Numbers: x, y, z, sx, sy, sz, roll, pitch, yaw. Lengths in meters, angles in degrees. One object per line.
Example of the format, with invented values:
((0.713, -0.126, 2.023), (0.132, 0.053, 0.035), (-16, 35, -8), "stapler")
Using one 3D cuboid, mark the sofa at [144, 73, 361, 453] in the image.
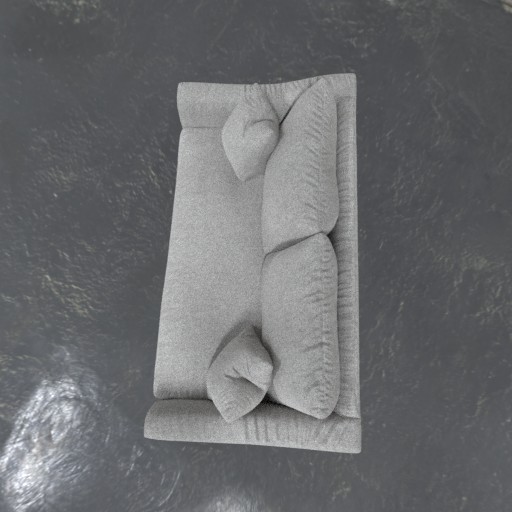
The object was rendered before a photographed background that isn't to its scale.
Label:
((0.000, 0.000, 2.595), (1.072, 1.018, 2.010), (2, 76, 1), "sofa")
